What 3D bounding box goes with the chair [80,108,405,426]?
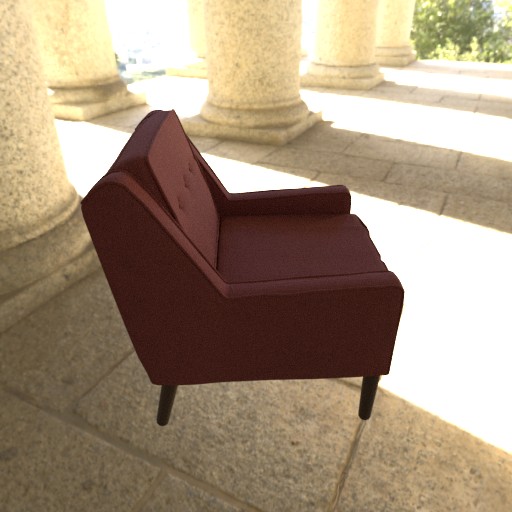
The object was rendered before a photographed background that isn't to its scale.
[{"bbox_3d":[0.000,0.000,1.390,0.770,0.812,0.680,-1,31,-2],"label":"chair"}]
